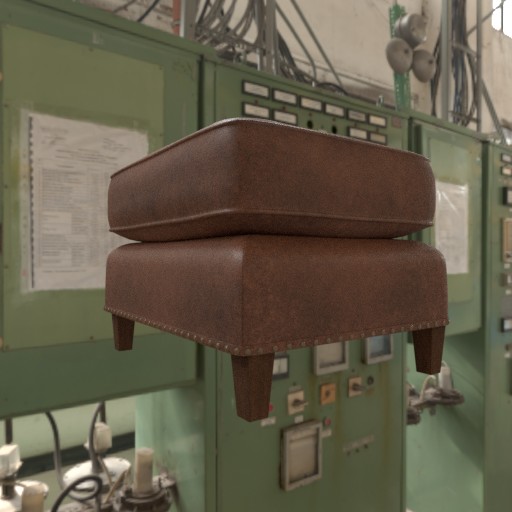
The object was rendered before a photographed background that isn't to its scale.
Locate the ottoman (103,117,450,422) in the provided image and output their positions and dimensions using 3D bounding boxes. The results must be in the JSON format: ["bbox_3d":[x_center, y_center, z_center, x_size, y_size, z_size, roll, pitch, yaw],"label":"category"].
[{"bbox_3d":[0.000,0.000,1.142,0.589,0.537,0.738,0,0,-35],"label":"ottoman"}]
